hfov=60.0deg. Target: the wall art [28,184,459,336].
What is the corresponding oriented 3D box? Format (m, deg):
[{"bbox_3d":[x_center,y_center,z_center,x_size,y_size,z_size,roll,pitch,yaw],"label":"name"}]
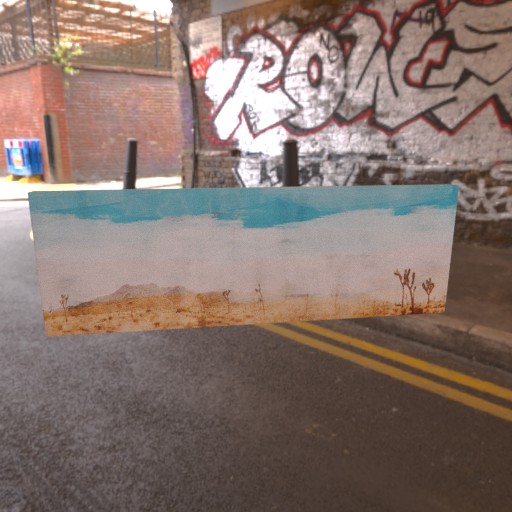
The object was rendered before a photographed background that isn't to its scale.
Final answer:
[{"bbox_3d":[0.000,0.000,0.824,0.759,0.254,0.044,-2,15,-8],"label":"wall art"}]
